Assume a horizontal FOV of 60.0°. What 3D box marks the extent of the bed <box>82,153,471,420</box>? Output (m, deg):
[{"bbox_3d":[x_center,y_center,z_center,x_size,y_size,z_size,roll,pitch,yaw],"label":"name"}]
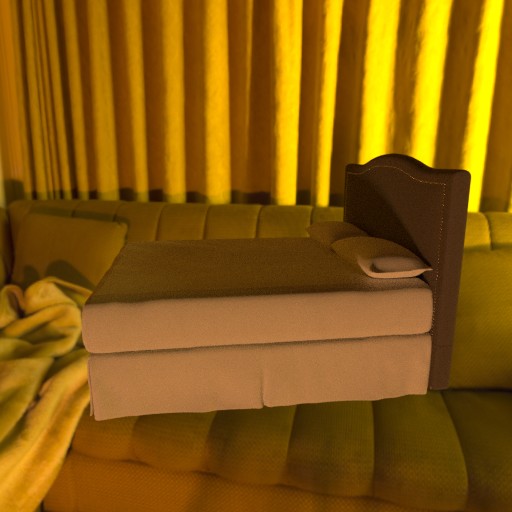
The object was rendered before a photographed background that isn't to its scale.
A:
[{"bbox_3d":[0.000,0.000,3.069,2.036,1.387,1.666,-2,13,-8],"label":"bed"}]
